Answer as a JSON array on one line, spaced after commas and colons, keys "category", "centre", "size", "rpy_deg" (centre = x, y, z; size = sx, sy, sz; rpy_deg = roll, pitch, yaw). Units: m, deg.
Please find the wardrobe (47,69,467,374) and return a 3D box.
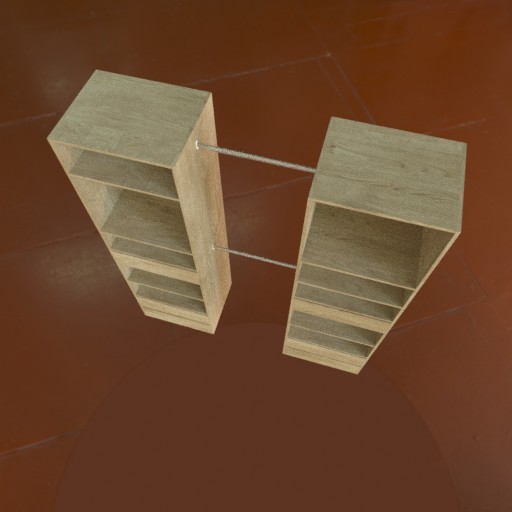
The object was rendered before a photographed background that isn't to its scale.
[{"category": "wardrobe", "centre": [0.000, 0.000, 2.799], "size": [1.770, 2.000, 0.480], "rpy_deg": [14, 61, 8]}]
